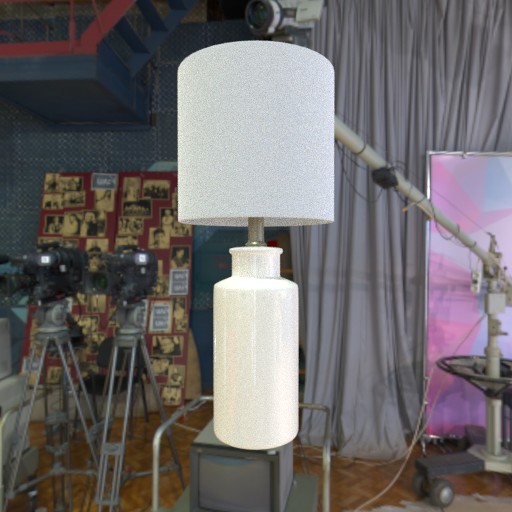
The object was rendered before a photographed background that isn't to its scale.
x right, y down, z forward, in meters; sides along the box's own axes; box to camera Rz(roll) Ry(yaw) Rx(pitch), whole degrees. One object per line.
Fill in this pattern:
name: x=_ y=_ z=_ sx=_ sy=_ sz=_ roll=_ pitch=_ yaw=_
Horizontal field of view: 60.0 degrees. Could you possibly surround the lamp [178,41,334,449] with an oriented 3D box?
lamp: x=0.000 y=0.000 z=0.613 sx=0.212 sy=0.493 sz=0.212 roll=-1 pitch=1 yaw=-35
